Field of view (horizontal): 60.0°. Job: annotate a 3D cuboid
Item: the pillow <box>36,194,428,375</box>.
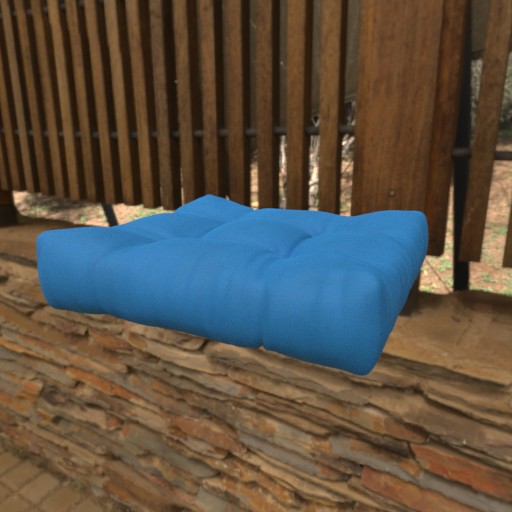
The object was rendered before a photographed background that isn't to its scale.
[{"bbox_3d":[0.000,0.000,0.720,0.490,0.128,0.468,8,17,25],"label":"pillow"}]
